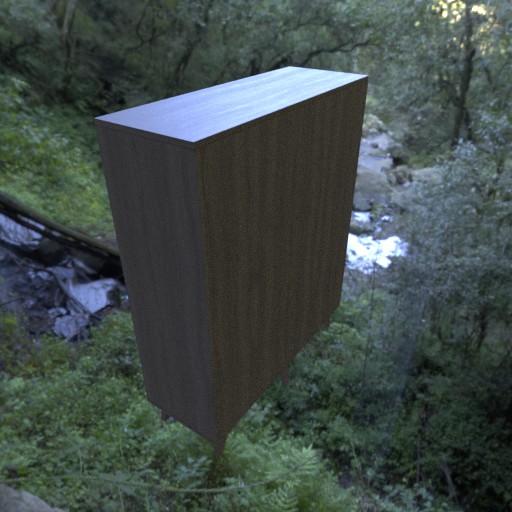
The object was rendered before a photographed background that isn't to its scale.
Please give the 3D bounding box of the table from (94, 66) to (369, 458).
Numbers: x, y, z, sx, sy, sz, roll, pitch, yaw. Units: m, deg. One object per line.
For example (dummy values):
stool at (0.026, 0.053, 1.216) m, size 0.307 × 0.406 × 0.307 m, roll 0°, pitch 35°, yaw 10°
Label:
table at (0.000, 0.000, 1.968) m, size 0.398 × 1.388 × 1.111 m, roll 20°, pitch 37°, yaw 29°
